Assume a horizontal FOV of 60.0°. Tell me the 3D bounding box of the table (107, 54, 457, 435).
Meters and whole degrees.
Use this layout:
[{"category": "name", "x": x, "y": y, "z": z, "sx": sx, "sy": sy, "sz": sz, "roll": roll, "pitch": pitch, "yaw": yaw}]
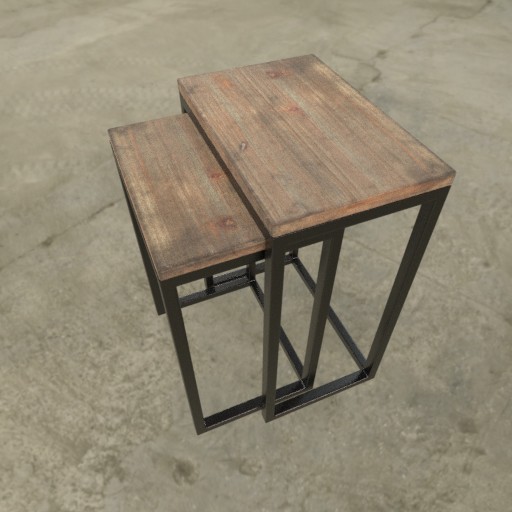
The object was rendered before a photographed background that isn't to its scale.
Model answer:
[{"category": "table", "x": 0.000, "y": 0.000, "z": 0.946, "sx": 0.460, "sy": 0.615, "sz": 0.456, "roll": -15, "pitch": 49, "yaw": -14}]
